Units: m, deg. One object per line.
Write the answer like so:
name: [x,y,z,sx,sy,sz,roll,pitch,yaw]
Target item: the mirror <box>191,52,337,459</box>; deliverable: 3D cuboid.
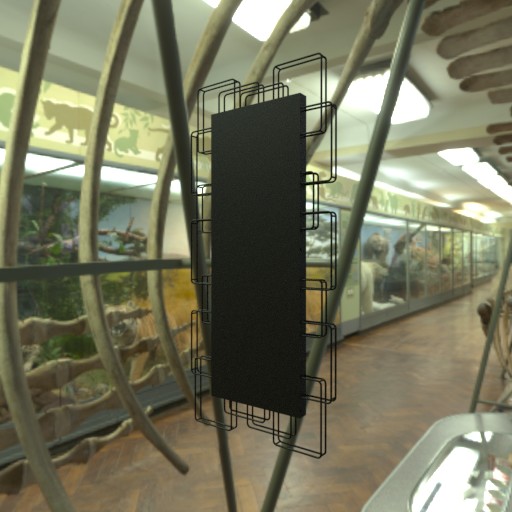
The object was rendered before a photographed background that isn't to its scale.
mirror: [0.000,0.000,1.453,0.565,1.192,0.037,0,1,36]
